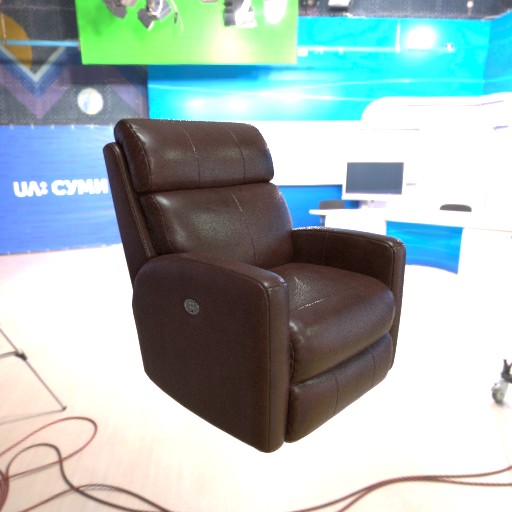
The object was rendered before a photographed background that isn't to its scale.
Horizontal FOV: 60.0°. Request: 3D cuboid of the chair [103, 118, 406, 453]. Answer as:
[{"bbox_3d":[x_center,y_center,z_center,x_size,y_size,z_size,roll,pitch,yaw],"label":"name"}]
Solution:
[{"bbox_3d":[0.000,0.000,1.691,0.939,1.016,0.787,14,20,43],"label":"chair"}]
